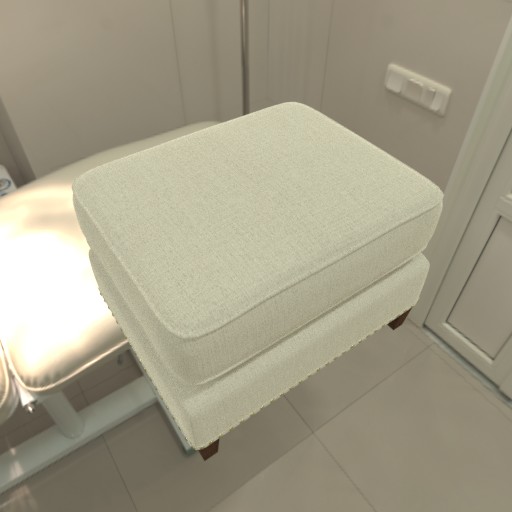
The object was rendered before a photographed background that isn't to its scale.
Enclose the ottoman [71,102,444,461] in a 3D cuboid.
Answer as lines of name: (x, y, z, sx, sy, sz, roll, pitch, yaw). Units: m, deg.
ottoman: (0.000, 0.000, 1.164, 0.738, 0.537, 0.589, -27, 52, -24)
